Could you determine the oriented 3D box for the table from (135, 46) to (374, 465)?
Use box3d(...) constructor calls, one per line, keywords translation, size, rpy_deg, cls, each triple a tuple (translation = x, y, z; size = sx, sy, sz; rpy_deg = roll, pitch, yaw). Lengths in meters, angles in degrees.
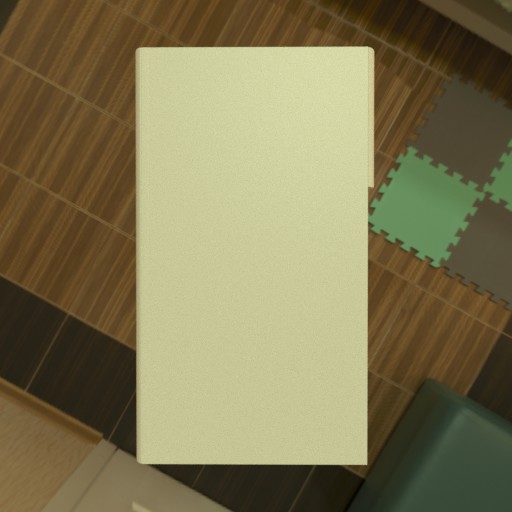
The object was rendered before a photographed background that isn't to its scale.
box3d(translation=(0.000, 0.000, 1.384), size=(0.639, 0.442, 1.097), rpy_deg=(0, 91, 0), cls="table")
